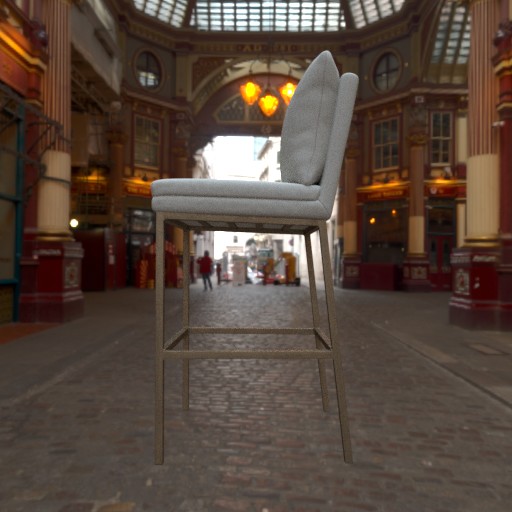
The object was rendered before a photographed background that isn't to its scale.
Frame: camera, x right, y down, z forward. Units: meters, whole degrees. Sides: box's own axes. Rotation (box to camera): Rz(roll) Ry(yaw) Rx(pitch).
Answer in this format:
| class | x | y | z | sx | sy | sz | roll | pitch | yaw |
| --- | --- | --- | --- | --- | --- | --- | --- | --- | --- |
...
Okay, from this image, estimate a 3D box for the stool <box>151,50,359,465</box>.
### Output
| class | x | y | z | sx | sy | sz | roll | pitch | yaw |
| --- | --- | --- | --- | --- | --- | --- | --- | --- | --- |
| stool | 0.000 | 0.000 | 1.420 | 0.572 | 1.125 | 0.463 | 0 | 0 | 0 |
